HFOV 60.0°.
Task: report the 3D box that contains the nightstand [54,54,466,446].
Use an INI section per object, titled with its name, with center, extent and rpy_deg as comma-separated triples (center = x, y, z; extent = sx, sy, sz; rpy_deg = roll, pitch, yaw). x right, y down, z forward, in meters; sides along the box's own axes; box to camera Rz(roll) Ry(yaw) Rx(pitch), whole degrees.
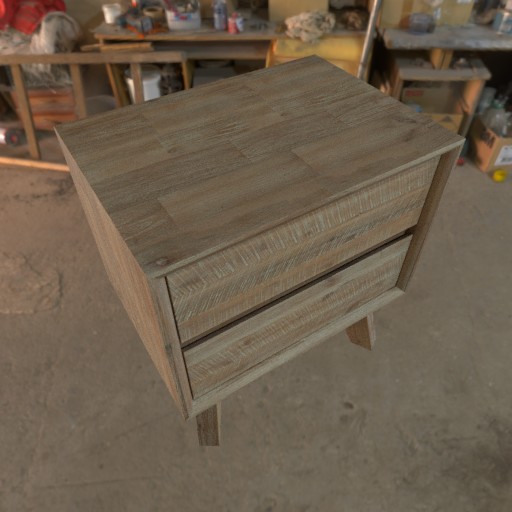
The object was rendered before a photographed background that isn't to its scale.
[nightstand]
center = 0.000, 0.000, 0.941
extent = 0.552, 0.589, 0.396
rpy_deg = -25, 51, -22
